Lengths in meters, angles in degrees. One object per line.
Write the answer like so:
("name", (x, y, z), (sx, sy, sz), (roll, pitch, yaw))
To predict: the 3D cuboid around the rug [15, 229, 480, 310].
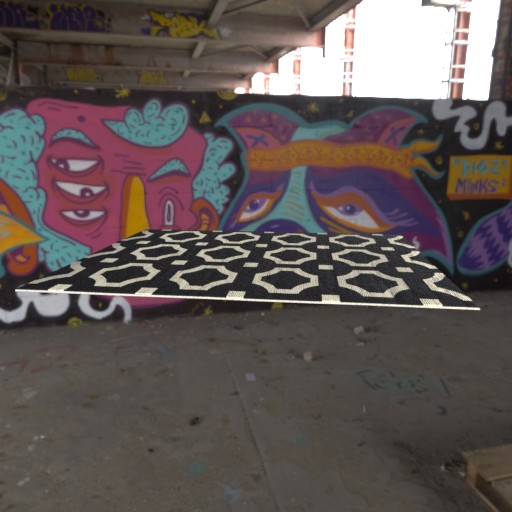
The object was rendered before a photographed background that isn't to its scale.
("rug", (0.000, 0.000, 4.065), (3.049, 0.021, 2.466), (2, 13, 7))
